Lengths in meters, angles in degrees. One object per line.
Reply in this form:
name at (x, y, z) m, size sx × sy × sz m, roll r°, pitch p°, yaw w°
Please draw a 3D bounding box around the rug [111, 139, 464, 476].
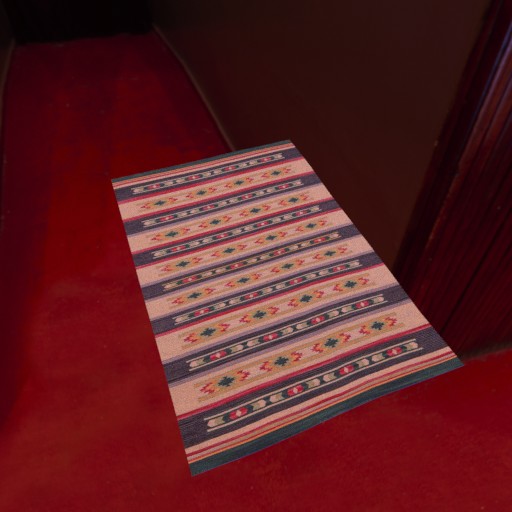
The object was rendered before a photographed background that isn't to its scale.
rug at (0.000, 0.000, 2.912) m, size 1.522 × 0.010 × 2.311 m, roll -16°, pitch 50°, yaw -14°
